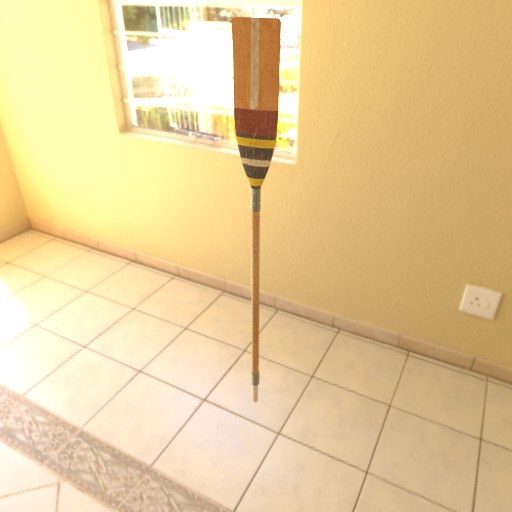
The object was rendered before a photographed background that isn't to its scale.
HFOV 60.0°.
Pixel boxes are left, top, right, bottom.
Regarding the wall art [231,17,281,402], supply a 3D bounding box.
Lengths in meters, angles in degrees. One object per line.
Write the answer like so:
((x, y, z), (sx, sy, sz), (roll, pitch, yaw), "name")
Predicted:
((0.000, 0.000, 1.639), (0.146, 1.556, 0.038), (10, 32, 16), "wall art")
